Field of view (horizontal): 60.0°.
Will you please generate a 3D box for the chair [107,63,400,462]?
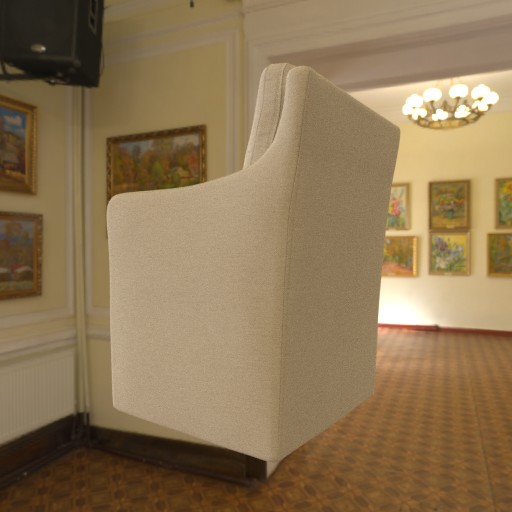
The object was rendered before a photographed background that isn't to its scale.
[{"bbox_3d":[0.000,0.000,1.349,0.694,0.914,0.626,1,1,36],"label":"chair"}]
